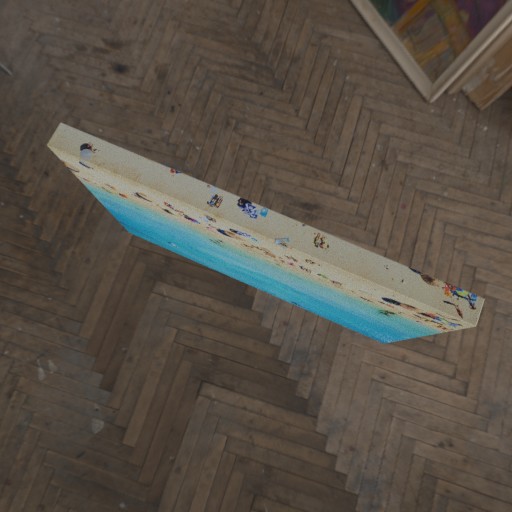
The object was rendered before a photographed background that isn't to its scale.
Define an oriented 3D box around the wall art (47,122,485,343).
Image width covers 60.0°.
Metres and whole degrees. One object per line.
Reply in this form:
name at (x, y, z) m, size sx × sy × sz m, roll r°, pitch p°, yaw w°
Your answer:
wall art at (0.000, 0.000, 0.776) m, size 0.609 × 0.406 × 0.039 m, roll 23°, pitch 77°, yaw 6°
